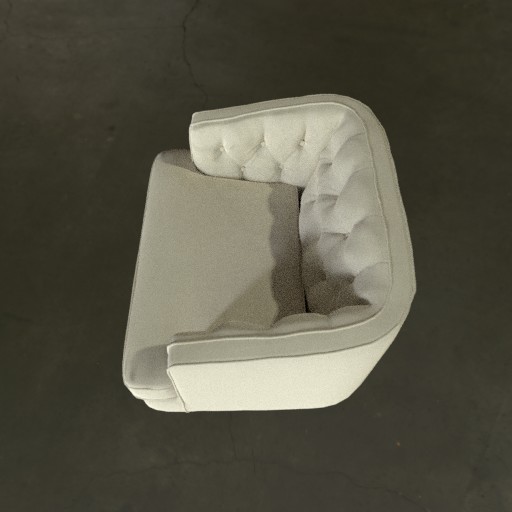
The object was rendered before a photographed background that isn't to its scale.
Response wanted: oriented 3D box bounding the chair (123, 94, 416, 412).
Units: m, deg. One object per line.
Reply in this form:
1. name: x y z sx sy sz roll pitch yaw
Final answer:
1. chair: 0.000 0.000 1.782 0.941 0.852 1.104 0 59 0
